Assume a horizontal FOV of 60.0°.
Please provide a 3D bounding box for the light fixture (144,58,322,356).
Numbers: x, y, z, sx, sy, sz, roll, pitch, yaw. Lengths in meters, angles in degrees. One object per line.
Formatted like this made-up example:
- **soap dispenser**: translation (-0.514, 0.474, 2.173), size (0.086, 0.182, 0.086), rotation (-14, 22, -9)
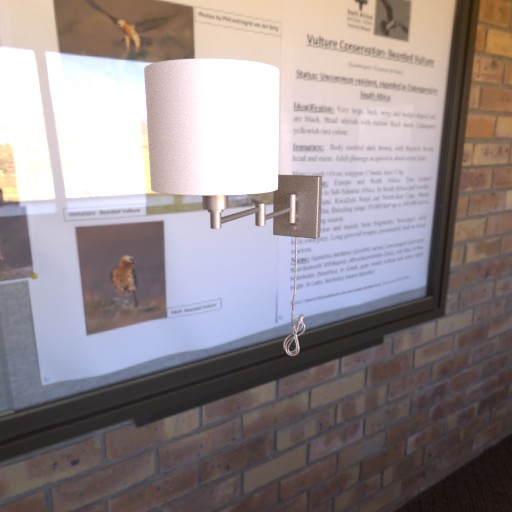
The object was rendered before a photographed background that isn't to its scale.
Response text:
- **light fixture**: translation (0.000, 0.000, 0.892), size (0.203, 0.651, 0.516), rotation (6, 15, 24)
